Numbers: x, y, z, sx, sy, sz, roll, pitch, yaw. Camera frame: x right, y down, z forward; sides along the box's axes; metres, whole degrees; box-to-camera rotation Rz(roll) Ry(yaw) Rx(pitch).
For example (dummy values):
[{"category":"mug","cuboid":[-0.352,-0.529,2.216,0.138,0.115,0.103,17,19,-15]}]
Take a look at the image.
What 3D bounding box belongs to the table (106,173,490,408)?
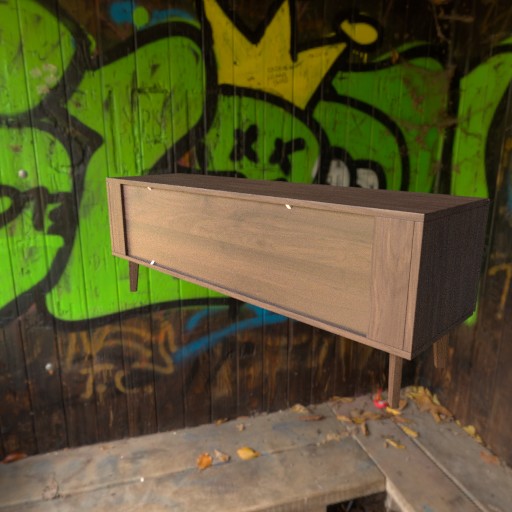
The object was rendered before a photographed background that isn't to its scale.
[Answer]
[{"category":"table","cuboid":[0.000,0.000,1.607,1.397,0.508,0.405,14,20,43]}]
